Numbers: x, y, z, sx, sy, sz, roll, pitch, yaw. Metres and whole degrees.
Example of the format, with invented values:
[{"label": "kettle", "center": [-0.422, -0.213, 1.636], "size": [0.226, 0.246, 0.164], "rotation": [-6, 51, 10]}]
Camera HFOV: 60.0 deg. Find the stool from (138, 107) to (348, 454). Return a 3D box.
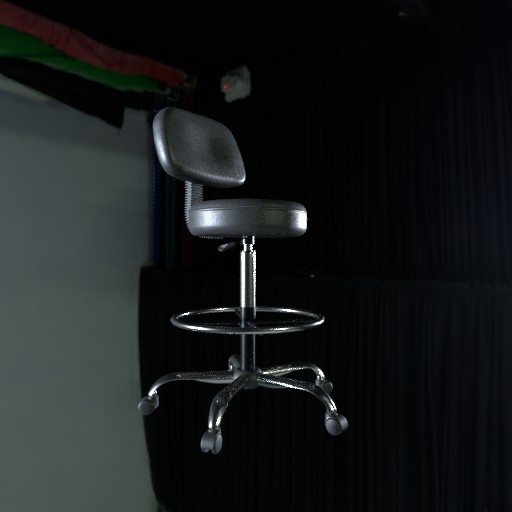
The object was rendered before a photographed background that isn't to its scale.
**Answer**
[{"label": "stool", "center": [0.000, 0.000, 1.511], "size": [0.658, 1.069, 0.694], "rotation": [0, 1, 36]}]
